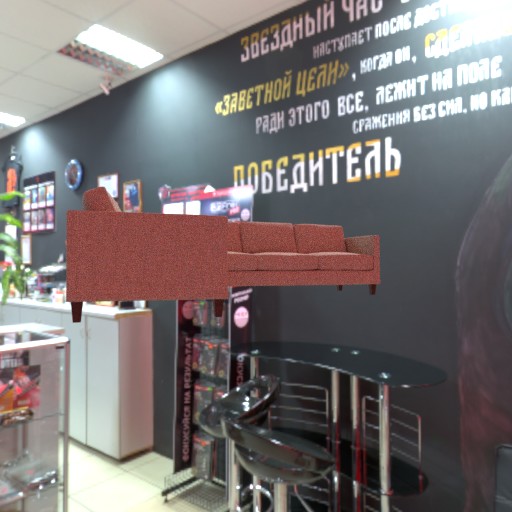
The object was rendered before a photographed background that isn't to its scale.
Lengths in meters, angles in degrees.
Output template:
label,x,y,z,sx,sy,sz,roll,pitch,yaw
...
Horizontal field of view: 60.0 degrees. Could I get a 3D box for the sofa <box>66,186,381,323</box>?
label,x,y,z,sx,sy,sz,roll,pitch,yaw
sofa,0.000,0.000,4.292,3.182,0.863,2.432,0,-1,-18
